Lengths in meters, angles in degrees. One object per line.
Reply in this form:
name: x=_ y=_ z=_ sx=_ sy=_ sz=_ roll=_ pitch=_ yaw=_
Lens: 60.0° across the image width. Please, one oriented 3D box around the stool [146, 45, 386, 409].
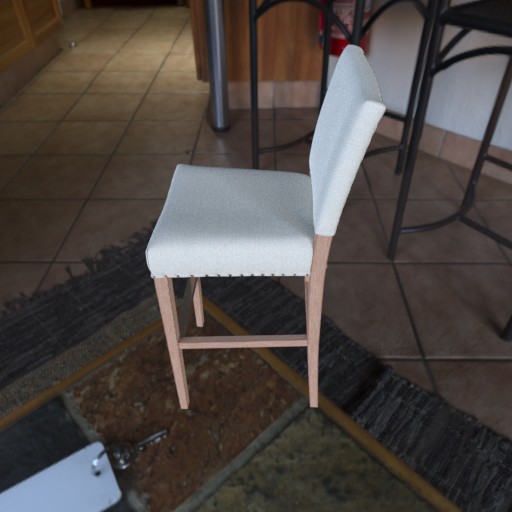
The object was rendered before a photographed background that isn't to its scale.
stool: x=0.000 y=0.000 z=1.384 sx=0.546 sy=1.143 sz=0.428 roll=2 pitch=41 yaw=2
